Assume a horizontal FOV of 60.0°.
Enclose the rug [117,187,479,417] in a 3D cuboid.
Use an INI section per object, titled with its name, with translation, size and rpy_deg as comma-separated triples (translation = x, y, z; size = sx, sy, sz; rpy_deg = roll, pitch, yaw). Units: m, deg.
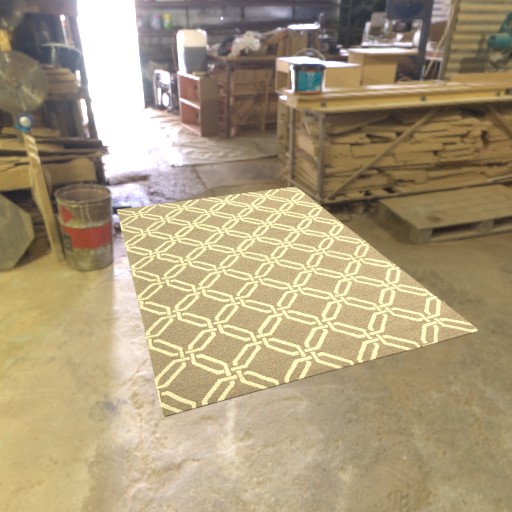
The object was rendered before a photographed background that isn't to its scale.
[rug]
translation = 0.000, 0.000, 4.466
size = 2.441, 0.020, 3.419
rpy_deg = -10, 31, -17
